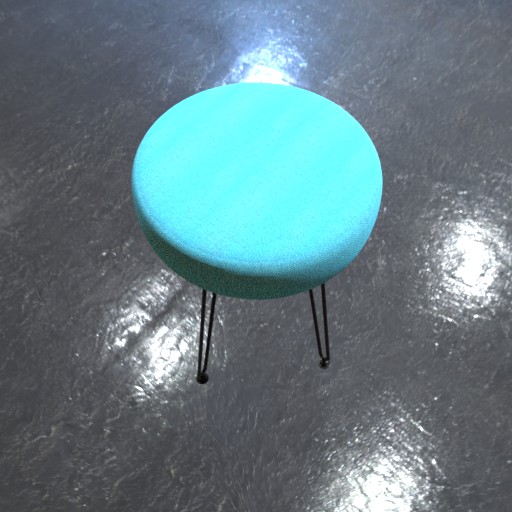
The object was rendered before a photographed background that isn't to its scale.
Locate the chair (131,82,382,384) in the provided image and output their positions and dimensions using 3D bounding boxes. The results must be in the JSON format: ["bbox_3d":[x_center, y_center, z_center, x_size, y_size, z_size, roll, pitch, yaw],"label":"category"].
[{"bbox_3d":[0.000,0.000,0.695,0.350,0.440,0.350,34,64,19],"label":"chair"}]
